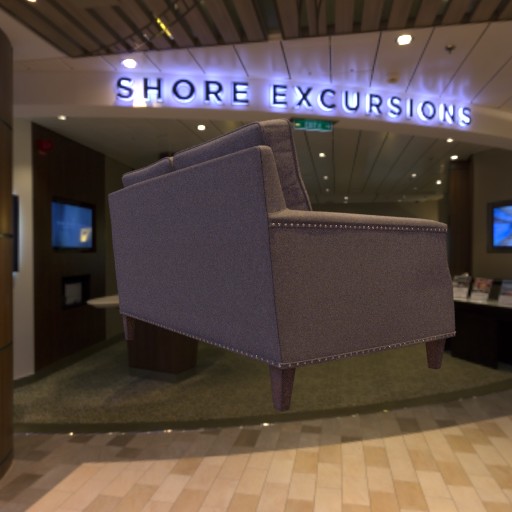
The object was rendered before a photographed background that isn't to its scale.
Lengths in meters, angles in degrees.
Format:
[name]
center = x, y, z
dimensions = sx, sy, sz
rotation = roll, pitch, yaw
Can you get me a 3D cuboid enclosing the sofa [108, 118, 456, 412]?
[sofa]
center = 0.000, 0.000, 2.293
dimensions = 1.084, 1.003, 1.597
rotation = -1, 1, -36
